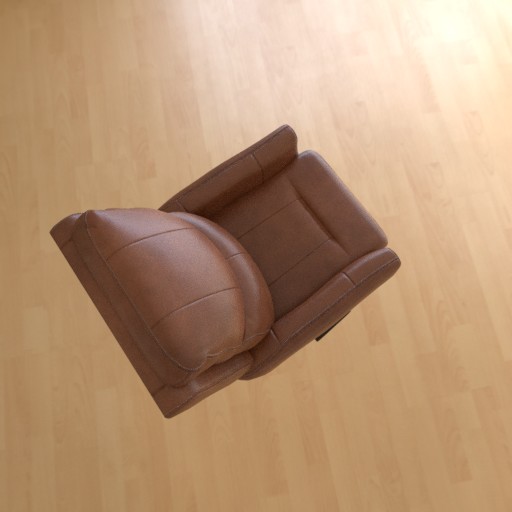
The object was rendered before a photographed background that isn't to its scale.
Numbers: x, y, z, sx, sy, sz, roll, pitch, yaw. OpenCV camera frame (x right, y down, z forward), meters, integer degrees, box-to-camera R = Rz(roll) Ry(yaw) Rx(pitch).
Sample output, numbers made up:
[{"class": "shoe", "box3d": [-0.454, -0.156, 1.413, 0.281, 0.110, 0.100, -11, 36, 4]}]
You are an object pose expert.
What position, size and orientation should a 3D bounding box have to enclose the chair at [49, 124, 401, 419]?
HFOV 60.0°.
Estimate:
[{"class": "chair", "box3d": [0.000, 0.000, 1.746, 1.072, 1.016, 0.821, -35, 77, -9]}]
